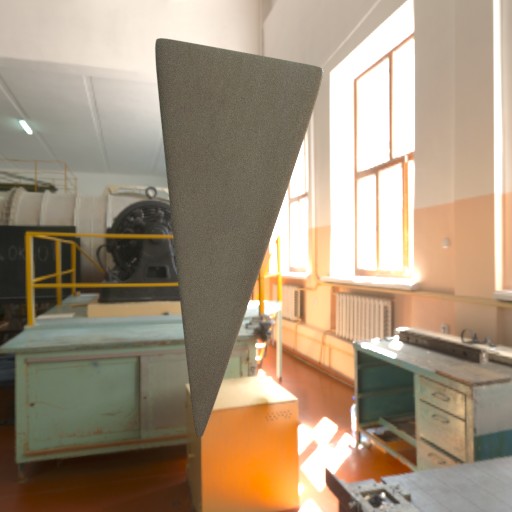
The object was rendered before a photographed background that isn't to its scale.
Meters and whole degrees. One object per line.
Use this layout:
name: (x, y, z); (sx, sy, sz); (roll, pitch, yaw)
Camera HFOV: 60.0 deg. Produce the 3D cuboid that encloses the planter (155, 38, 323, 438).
planter: (0.000, 0.000, 0.263); (0.081, 0.224, 0.101); (0, -1, 19)
